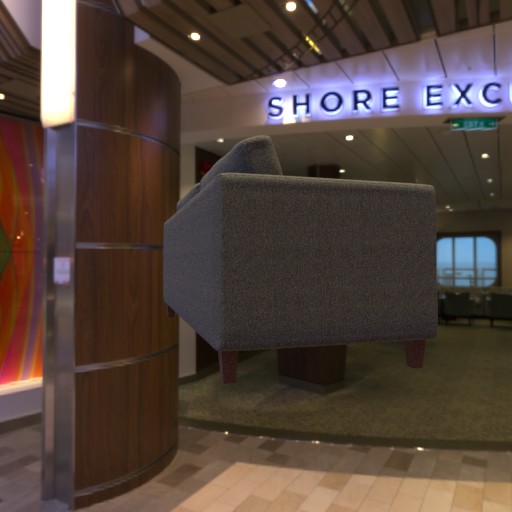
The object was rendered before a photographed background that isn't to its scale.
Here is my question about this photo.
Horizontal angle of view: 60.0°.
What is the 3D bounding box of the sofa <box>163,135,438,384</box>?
[{"bbox_3d":[0.000,0.000,2.725,0.948,0.965,2.208,0,-1,-17],"label":"sofa"}]
